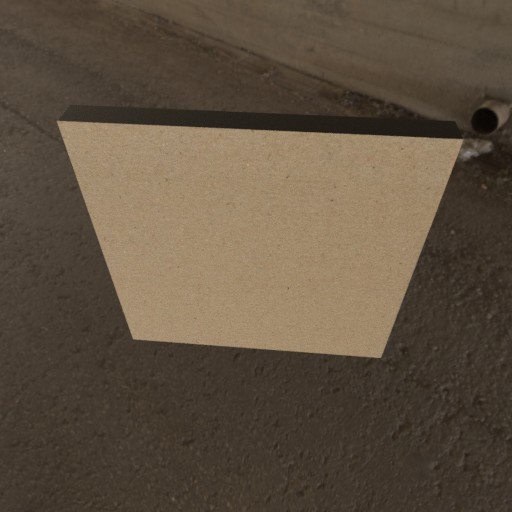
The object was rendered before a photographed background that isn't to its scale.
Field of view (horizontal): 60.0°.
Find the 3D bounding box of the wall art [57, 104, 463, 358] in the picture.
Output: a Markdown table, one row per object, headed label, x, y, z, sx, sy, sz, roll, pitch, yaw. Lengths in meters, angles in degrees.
| label | x | y | z | sx | sy | sz | roll | pitch | yaw |
| --- | --- | --- | --- | --- | --- | --- | --- | --- | --- |
| wall art | 0.000 | 0.000 | 0.479 | 0.327 | 0.318 | 0.029 | 4 | 46 | 4 |
